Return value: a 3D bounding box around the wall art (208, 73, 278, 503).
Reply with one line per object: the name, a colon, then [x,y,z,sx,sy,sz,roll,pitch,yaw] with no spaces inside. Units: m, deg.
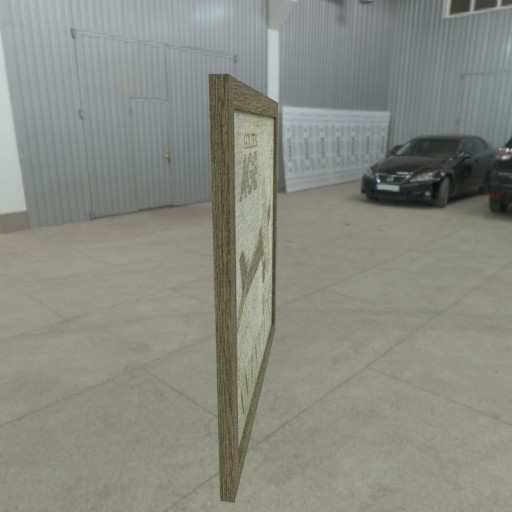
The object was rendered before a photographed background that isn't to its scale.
wall art: [0.000,0.000,0.736,0.019,0.508,0.508,2,16,8]
